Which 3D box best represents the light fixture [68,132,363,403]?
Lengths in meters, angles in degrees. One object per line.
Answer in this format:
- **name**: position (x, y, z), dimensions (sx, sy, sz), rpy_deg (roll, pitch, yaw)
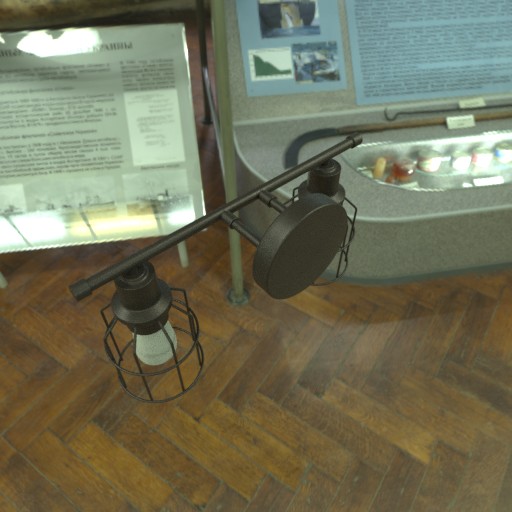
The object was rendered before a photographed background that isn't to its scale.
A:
- **light fixture**: position (0.000, 0.000, 0.541), dimensions (0.406, 0.254, 0.165), rpy_deg (-32, 55, -27)
